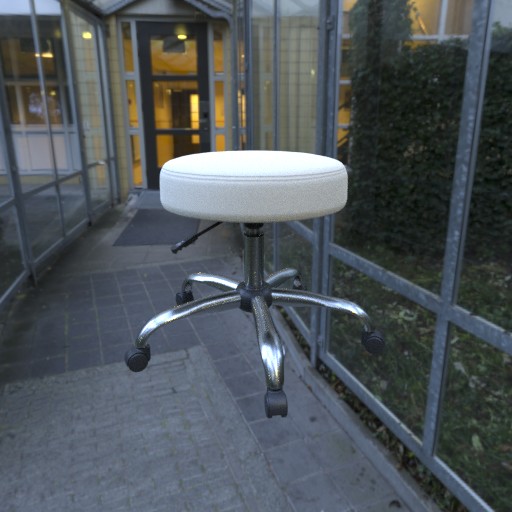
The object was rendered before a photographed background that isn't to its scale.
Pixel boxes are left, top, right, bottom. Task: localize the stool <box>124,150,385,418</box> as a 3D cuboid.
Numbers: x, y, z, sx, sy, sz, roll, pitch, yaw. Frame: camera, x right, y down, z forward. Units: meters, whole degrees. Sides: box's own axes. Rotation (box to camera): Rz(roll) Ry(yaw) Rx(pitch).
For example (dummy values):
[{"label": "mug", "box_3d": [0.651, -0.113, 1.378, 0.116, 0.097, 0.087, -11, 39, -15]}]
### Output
[{"label": "stool", "box_3d": [0.000, 0.000, 1.065, 0.634, 0.482, 0.614, -2, 17, -7]}]
